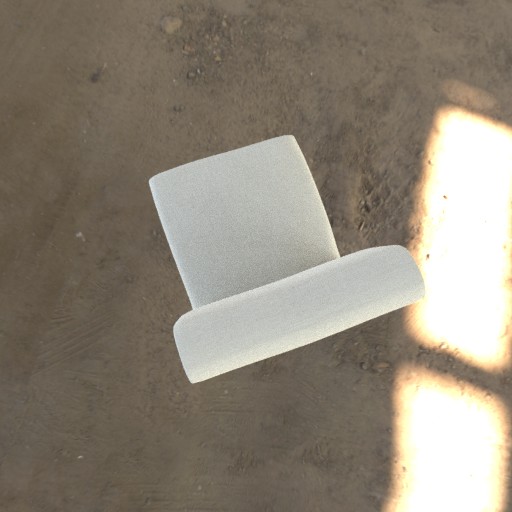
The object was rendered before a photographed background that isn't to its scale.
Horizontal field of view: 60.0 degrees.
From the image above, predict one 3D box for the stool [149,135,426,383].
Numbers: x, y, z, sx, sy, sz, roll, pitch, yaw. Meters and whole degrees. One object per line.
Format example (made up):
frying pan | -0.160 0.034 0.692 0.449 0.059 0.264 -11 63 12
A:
stool | 0.000 0.000 1.287 0.452 0.976 0.597 -19 75 -5
